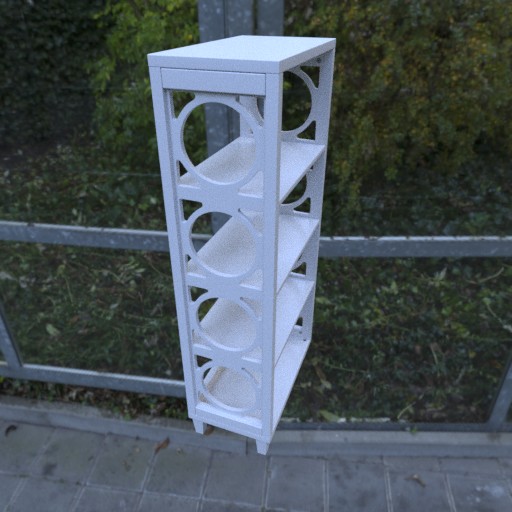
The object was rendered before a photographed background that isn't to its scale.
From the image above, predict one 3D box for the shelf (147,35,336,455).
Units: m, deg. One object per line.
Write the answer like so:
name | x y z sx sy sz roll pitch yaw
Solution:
shelf | 0.000 0.000 1.634 0.340 1.411 0.611 11 32 18
